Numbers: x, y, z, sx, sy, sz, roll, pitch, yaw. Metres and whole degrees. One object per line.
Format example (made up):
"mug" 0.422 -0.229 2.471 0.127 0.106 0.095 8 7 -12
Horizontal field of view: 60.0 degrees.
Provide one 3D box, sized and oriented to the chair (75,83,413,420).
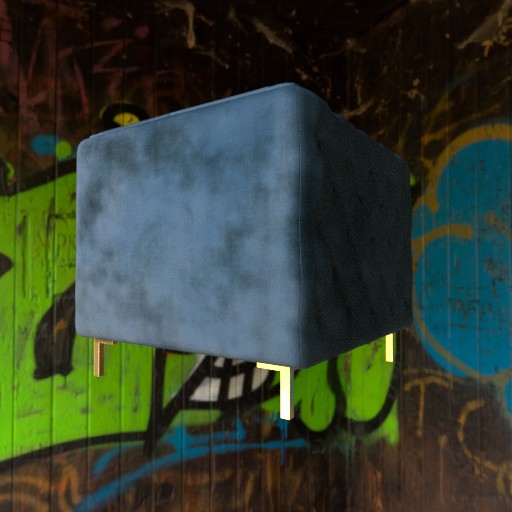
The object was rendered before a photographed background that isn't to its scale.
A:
"chair" 0.000 0.000 1.541 0.868 0.771 0.877 -1 -2 34
